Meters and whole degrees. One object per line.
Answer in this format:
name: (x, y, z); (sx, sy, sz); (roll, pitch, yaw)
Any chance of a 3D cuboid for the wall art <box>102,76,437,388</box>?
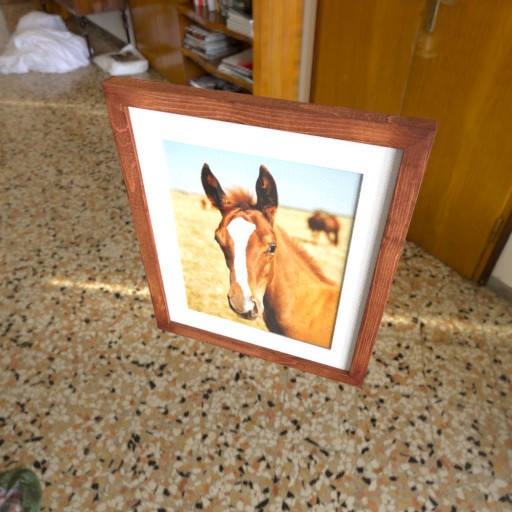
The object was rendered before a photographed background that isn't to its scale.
wall art: (0.000, 0.000, 0.776); (0.462, 0.558, 0.030); (13, 44, 14)
